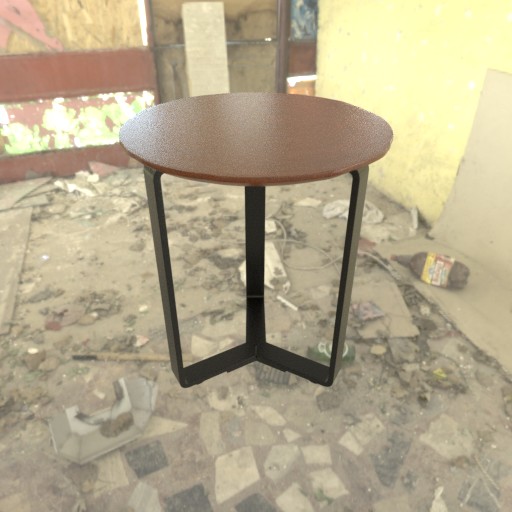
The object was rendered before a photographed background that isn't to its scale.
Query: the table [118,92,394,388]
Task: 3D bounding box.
[{"bbox_3d":[0.000,0.000,0.756,0.380,0.450,0.410,0,32,-1],"label":"table"}]
